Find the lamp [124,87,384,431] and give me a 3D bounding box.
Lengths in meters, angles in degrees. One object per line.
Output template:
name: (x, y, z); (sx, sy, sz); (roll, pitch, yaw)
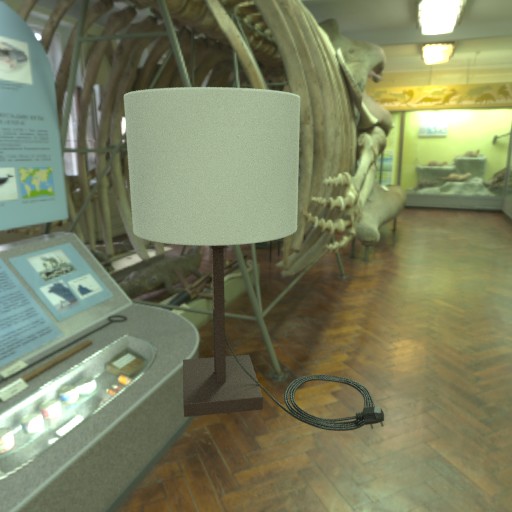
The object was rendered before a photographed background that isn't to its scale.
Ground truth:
lamp: (0.000, 0.000, 0.987); (0.525, 0.668, 0.396); (-2, 14, -9)
